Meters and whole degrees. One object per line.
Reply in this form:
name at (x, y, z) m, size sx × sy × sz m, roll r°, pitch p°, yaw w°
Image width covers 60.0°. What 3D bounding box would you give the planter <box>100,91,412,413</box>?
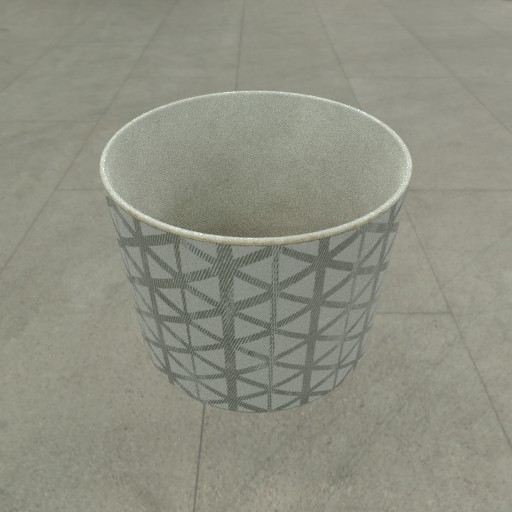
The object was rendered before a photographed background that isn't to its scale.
planter at (0.000, 0.000, 0.443) m, size 0.250 × 0.239 × 0.250 m, roll 0°, pitch 41°, yaw 0°
